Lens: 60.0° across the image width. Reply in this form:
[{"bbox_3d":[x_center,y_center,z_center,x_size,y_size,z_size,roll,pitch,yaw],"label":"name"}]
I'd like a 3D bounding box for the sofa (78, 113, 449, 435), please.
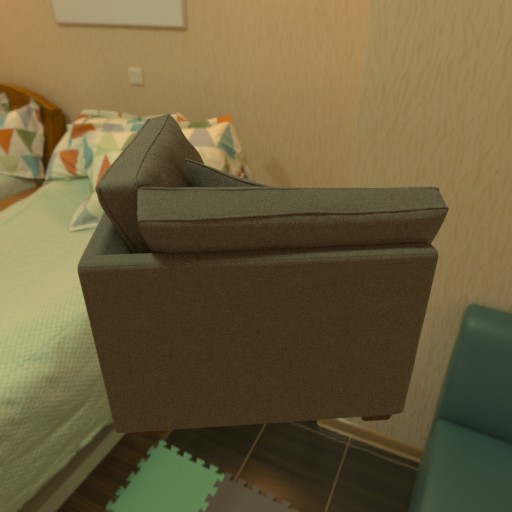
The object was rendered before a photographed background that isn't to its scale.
[{"bbox_3d":[0.000,0.000,1.815,1.050,0.951,1.042,-2,30,-3],"label":"sofa"}]
